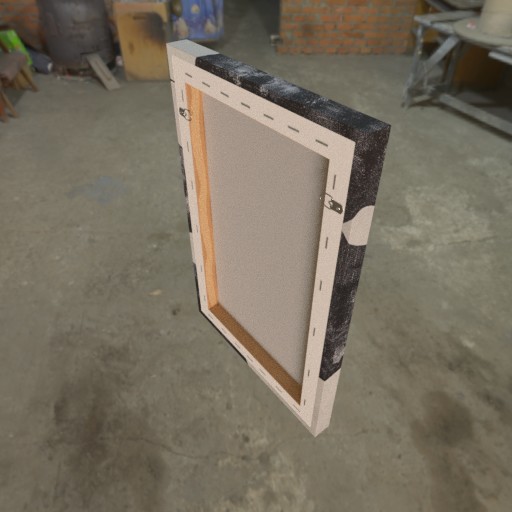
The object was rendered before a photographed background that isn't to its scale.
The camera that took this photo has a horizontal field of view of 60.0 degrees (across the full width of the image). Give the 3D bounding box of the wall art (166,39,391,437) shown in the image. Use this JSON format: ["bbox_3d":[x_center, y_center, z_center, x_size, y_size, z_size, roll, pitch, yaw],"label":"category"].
[{"bbox_3d":[0.000,0.000,0.770,0.039,0.610,0.407,-27,47,-28],"label":"wall art"}]
